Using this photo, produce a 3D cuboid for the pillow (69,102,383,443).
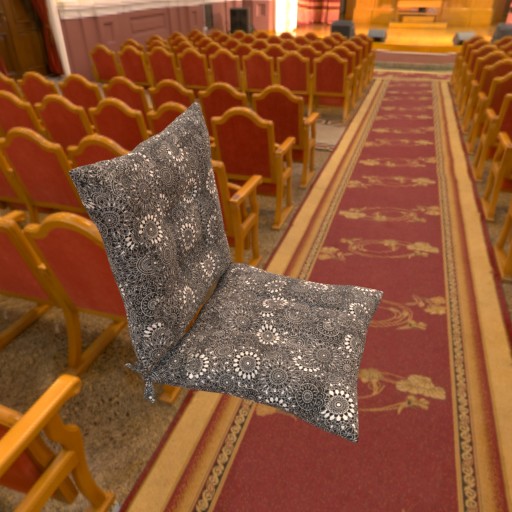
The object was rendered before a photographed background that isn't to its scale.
[{"bbox_3d":[0.000,0.000,1.008,0.585,0.536,0.541,10,33,16],"label":"pillow"}]
